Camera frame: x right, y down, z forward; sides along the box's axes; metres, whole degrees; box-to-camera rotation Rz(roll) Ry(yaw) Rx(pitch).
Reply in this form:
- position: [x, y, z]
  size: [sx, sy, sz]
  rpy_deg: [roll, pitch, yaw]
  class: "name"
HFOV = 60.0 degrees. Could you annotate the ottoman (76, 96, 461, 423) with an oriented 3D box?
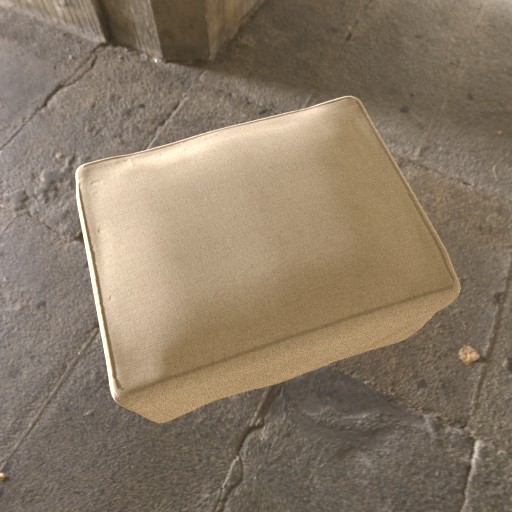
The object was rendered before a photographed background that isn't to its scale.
- position: [0.000, 0.000, 1.261]
  size: [0.833, 0.485, 0.650]
  rpy_deg: [-17, 65, -8]
  class: "ottoman"
